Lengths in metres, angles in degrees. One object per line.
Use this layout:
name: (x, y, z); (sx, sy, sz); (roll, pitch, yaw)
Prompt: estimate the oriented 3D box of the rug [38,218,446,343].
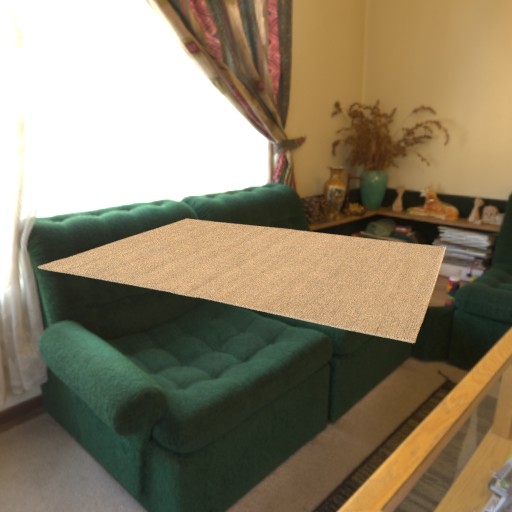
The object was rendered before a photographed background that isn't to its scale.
rug: (0.000, 0.000, 2.979); (2.264, 0.030, 1.624); (8, 18, 25)
